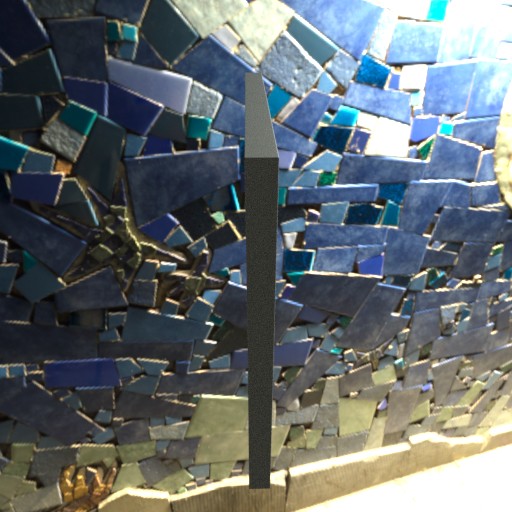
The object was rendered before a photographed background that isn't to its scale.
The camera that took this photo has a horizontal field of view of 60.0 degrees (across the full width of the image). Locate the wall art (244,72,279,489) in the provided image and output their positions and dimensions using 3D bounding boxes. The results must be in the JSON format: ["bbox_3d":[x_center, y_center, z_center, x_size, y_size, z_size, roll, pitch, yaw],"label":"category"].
[{"bbox_3d":[0.000,0.000,0.902,0.038,0.610,0.610,-1,31,-1],"label":"wall art"}]
